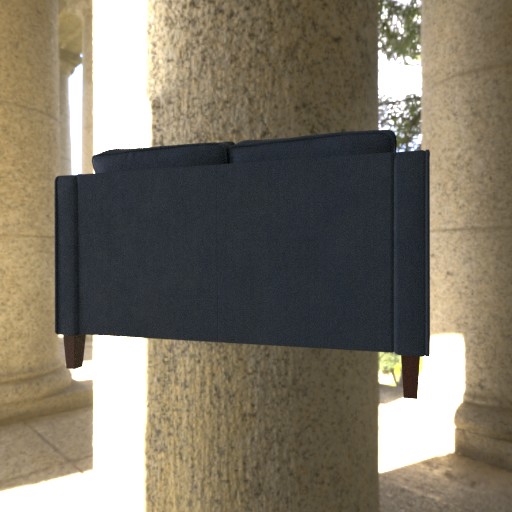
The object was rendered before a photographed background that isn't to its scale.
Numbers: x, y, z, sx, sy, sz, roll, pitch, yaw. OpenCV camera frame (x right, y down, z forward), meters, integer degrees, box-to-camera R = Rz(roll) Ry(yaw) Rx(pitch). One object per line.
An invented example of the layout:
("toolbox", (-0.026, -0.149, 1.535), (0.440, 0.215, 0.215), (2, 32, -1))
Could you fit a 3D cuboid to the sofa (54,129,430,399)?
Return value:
("sofa", (0.000, 0.000, 2.130), (1.501, 0.971, 0.987), (0, -1, 17))
